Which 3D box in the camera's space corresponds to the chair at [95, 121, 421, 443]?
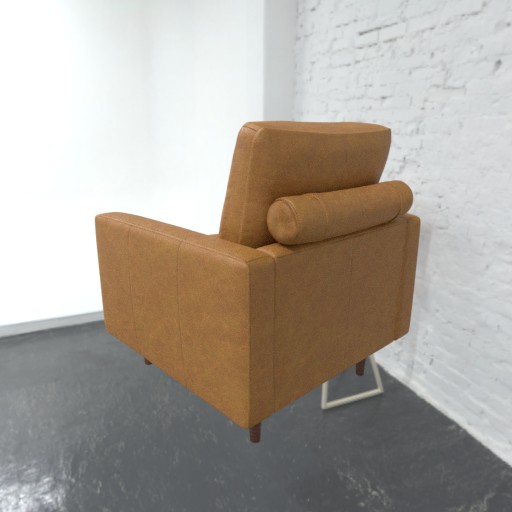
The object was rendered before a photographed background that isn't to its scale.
[{"bbox_3d":[0.000,0.000,1.550,0.831,0.896,0.868,-15,21,-41],"label":"chair"}]
